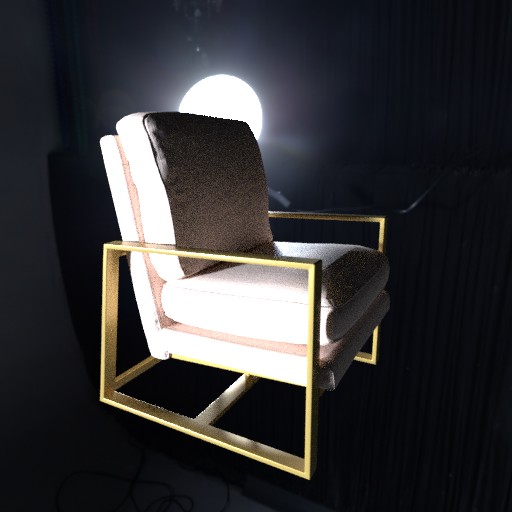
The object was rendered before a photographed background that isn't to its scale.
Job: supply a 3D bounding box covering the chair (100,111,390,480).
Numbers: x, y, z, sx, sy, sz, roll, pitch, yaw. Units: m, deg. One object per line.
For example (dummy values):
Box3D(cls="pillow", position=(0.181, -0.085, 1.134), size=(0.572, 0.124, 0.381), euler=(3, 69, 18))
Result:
Box3D(cls="chair", position=(0.000, 0.000, 1.536), size=(0.813, 0.956, 0.758), euler=(8, 17, 28))
